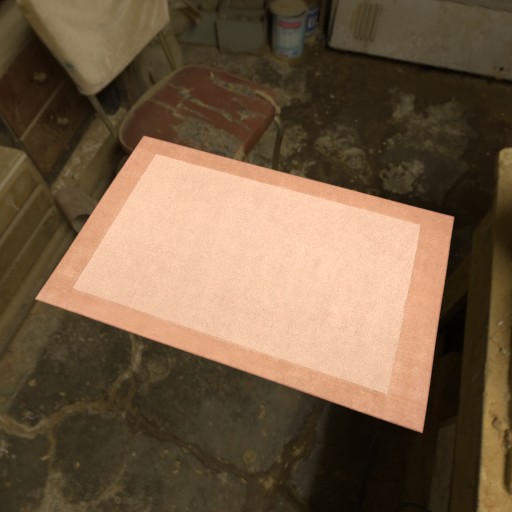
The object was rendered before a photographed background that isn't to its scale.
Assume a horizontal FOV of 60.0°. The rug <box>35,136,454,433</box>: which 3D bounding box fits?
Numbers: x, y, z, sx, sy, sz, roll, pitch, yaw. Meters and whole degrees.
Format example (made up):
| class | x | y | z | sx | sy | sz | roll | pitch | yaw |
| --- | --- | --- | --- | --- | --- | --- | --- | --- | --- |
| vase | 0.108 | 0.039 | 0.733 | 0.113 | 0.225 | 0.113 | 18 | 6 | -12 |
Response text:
| class | x | y | z | sx | sy | sz | roll | pitch | yaw |
| --- | --- | --- | --- | --- | --- | --- | --- | --- | --- |
| rug | 0.000 | 0.000 | 2.974 | 2.438 | 0.014 | 1.524 | 17 | 61 | 10 |
